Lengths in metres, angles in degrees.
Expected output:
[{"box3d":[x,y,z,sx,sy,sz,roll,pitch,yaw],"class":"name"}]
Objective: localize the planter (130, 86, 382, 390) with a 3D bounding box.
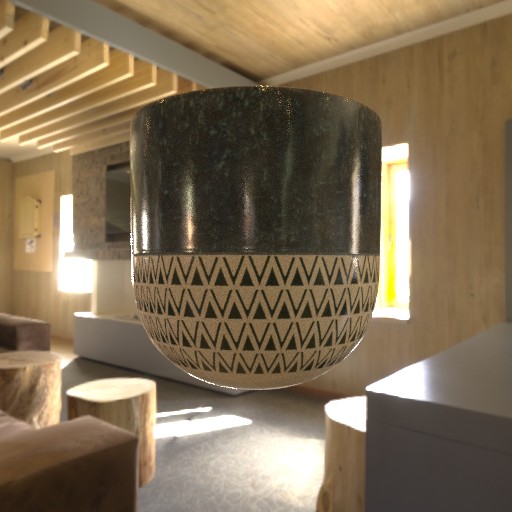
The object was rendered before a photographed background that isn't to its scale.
[{"box3d":[0.000,0.000,0.485,0.266,0.270,0.266,0,-1,0],"class":"planter"}]
